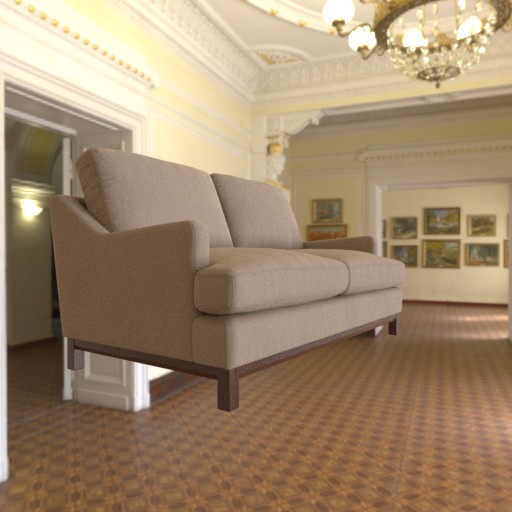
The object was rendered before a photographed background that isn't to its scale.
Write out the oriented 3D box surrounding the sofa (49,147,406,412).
[{"bbox_3d":[0.000,0.000,2.199,1.004,0.910,1.619,0,0,36],"label":"sofa"}]
